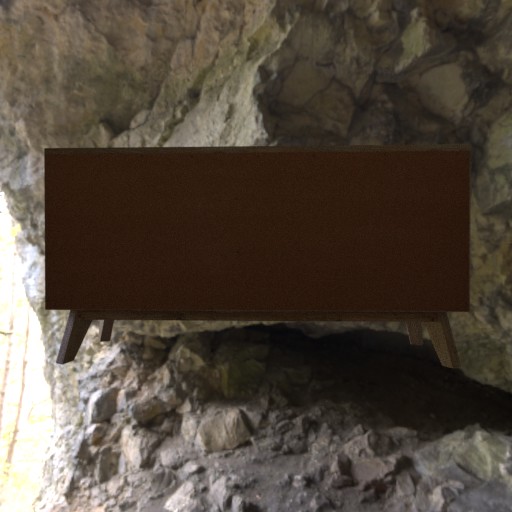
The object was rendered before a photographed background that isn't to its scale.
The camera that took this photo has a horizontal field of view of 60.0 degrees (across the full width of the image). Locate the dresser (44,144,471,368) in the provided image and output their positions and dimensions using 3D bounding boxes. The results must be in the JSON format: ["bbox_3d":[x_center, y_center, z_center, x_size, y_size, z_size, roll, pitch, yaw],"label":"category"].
[{"bbox_3d":[0.000,0.000,1.844,1.554,0.805,0.455,0,1,2],"label":"dresser"}]
